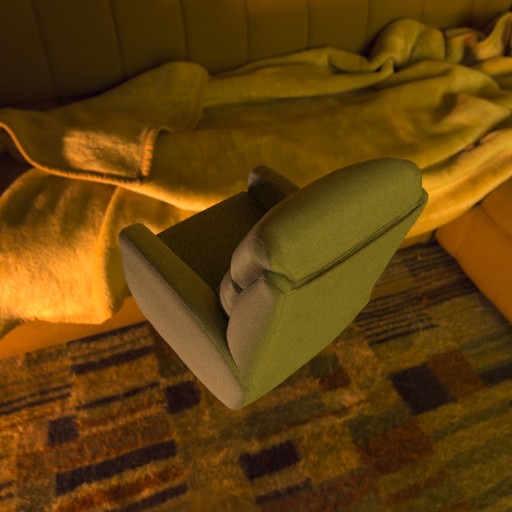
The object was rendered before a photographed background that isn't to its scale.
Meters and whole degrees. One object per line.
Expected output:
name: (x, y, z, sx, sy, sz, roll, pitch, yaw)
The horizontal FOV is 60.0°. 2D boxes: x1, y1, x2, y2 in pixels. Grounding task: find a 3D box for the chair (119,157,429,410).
chair: (0.000, 0.000, 1.729, 0.794, 1.016, 0.940, -31, 53, -27)
